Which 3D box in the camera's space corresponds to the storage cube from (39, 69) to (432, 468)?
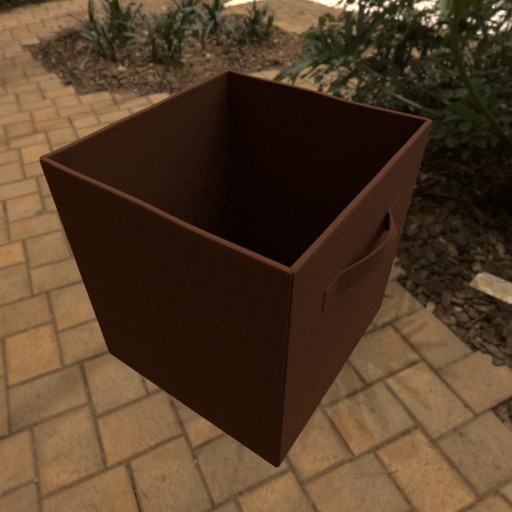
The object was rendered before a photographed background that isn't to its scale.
[{"bbox_3d":[0.000,0.000,0.492,0.270,0.280,0.270,25,47,25],"label":"storage cube"}]
